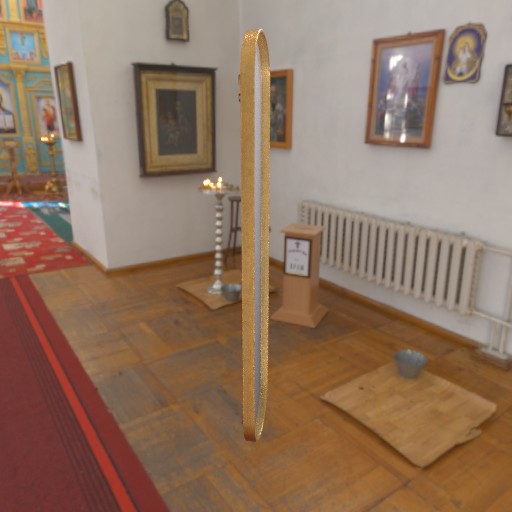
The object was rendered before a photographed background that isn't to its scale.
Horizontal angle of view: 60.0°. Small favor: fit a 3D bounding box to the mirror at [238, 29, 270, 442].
[{"bbox_3d":[0.000,0.000,1.071,0.032,0.991,0.222,3,16,10],"label":"mirror"}]
